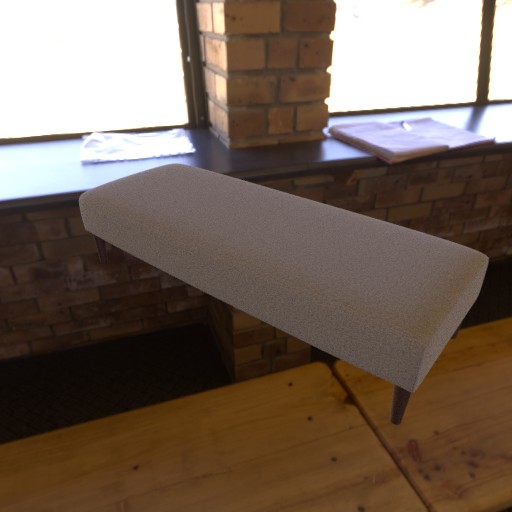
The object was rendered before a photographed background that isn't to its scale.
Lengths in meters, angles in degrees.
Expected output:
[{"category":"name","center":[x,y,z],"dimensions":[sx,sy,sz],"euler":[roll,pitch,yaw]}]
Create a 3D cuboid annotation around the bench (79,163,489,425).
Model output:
[{"category":"bench","center":[0.000,0.000,1.828],"dimensions":[1.598,0.383,0.631],"euler":[22,36,33]}]
